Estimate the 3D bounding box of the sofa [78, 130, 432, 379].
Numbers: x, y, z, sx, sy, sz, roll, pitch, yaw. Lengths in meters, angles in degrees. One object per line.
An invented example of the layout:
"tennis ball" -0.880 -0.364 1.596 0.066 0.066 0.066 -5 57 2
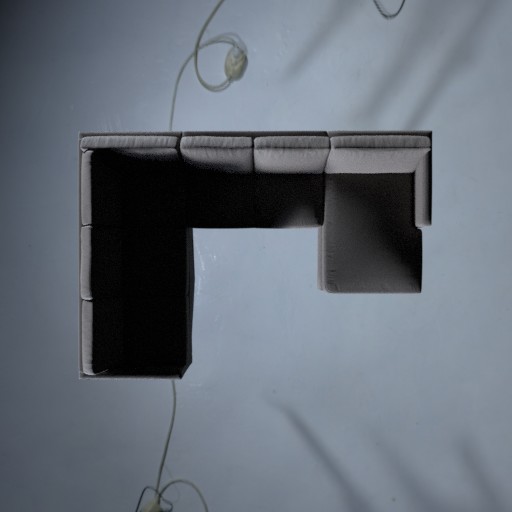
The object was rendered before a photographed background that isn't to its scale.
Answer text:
"sofa" 0.000 0.000 4.539 3.460 0.882 2.427 0 91 1
